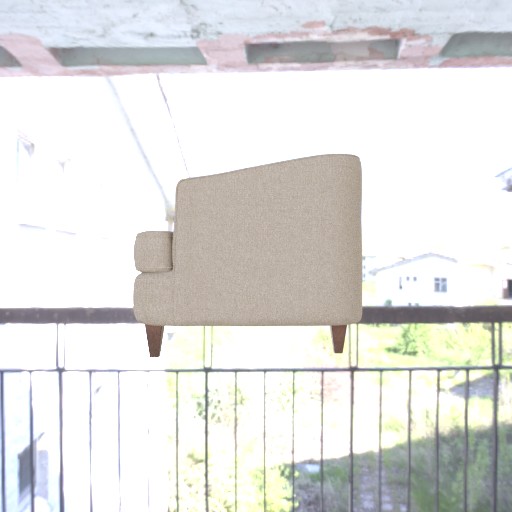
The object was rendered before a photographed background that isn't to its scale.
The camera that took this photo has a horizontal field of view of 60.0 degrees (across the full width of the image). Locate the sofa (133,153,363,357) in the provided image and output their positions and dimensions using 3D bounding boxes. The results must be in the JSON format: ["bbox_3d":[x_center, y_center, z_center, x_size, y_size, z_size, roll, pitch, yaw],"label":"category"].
[{"bbox_3d":[0.000,0.000,2.731,0.913,0.788,2.235,0,-1,1],"label":"sofa"}]
